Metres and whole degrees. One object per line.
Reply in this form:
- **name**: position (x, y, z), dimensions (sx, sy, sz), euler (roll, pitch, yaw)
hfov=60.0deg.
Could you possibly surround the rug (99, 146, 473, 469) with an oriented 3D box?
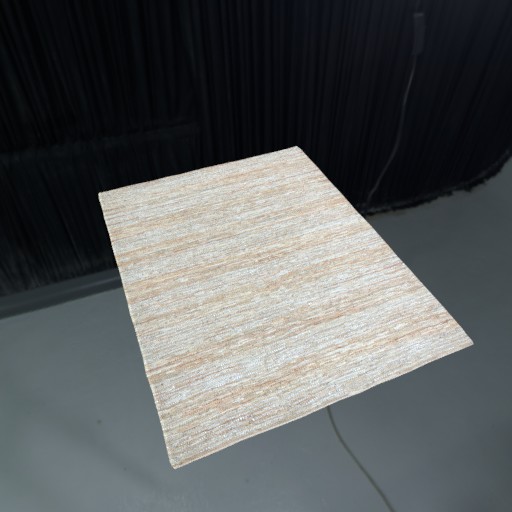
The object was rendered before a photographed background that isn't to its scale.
- **rug**: position (0.000, 0.000, 3.910), dimensions (2.313, 0.009, 2.939), euler (-17, 48, -16)
